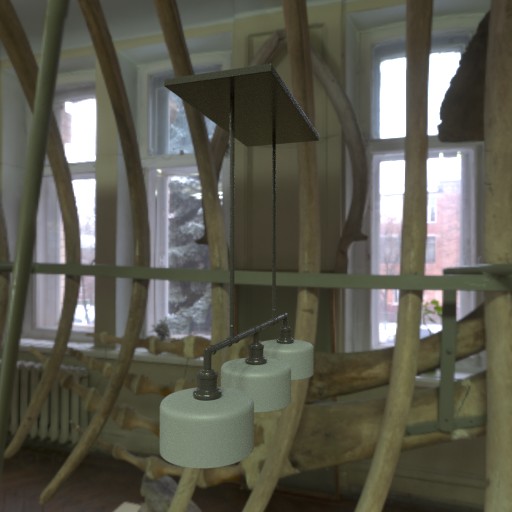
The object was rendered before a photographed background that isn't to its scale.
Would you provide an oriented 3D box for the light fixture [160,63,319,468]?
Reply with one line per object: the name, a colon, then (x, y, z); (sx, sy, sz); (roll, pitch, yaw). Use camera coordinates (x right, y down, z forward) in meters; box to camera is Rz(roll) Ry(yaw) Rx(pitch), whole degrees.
light fixture: (0.000, 0.000, 0.857); (0.177, 0.557, 0.582); (0, -1, 18)
